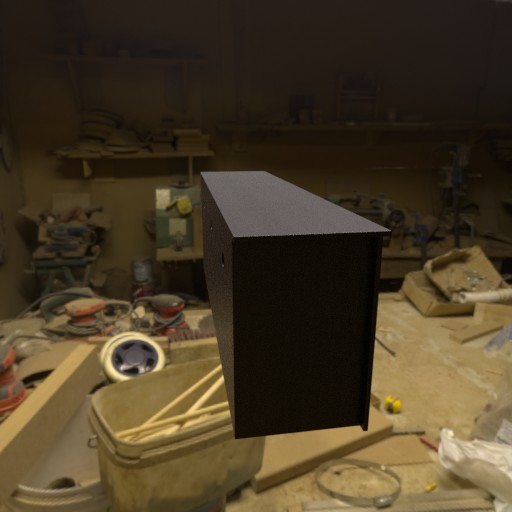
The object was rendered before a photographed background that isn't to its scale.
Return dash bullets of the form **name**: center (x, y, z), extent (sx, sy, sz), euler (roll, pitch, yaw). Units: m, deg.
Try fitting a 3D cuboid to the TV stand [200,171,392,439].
- **TV stand**: center (0.000, 0.000, 2.028), extent (0.406, 0.610, 1.778), euler (-3, 16, -9)
